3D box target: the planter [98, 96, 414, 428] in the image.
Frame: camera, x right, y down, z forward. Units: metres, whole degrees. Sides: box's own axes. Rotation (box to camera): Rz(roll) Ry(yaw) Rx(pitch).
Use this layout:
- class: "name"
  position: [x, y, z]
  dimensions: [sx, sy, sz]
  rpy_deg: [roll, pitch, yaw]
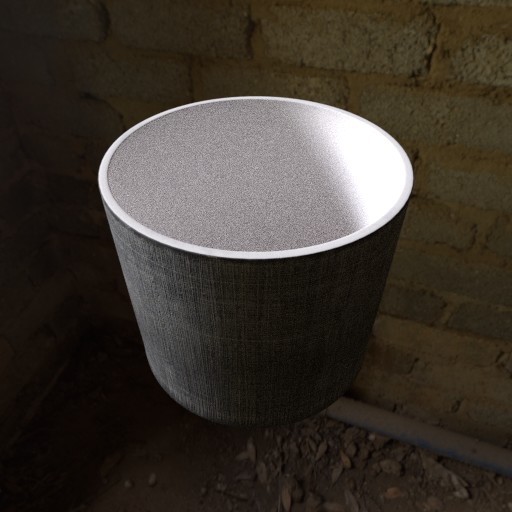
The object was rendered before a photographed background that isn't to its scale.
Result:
- class: "planter"
  position: [0.000, 0.000, 0.442]
  dimensions: [0.254, 0.221, 0.254]
  rpy_deg: [0, 42, 0]
